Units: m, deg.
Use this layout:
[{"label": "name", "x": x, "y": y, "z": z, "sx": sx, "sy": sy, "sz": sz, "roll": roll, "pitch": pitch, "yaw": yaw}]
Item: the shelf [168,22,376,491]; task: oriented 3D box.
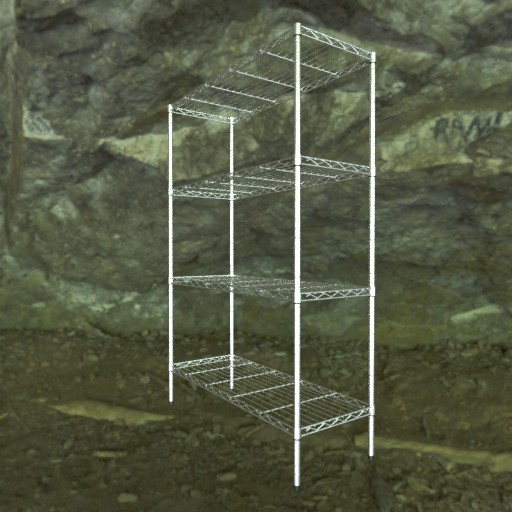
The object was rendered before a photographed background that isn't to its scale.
[{"label": "shelf", "x": 0.000, "y": 0.000, "z": 1.751, "sx": 0.352, "sy": 1.360, "sz": 0.907, "roll": -1, "pitch": 1, "yaw": -35}]
